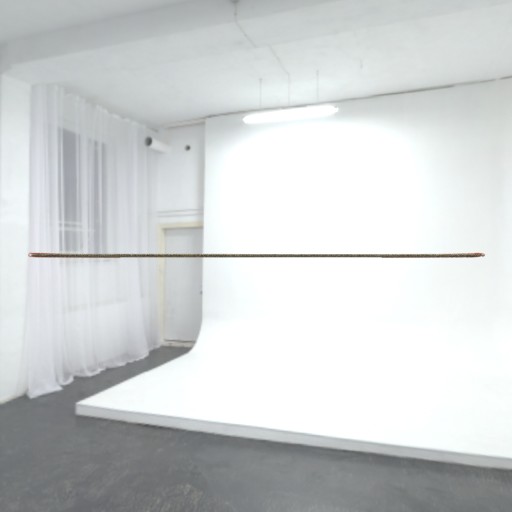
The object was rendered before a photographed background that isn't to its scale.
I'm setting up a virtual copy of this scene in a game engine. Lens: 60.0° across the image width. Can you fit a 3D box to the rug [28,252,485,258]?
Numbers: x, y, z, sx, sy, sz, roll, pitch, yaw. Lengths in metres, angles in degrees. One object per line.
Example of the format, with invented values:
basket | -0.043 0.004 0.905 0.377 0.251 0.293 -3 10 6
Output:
rug | 0.000 0.000 2.357 1.838 0.019 1.220 0 0 -2
